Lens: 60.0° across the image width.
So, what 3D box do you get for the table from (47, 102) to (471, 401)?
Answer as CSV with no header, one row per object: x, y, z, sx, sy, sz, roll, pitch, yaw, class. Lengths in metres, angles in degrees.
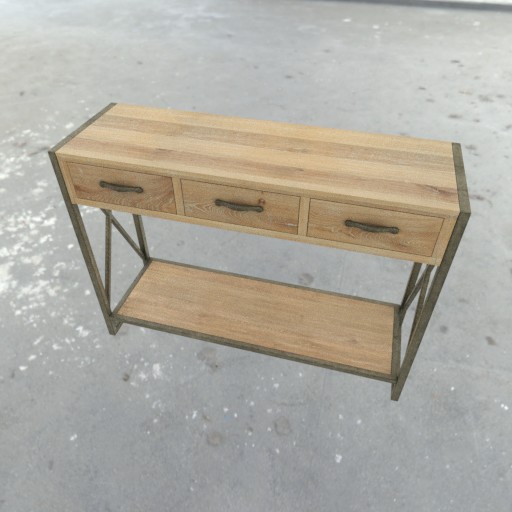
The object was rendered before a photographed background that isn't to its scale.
0.000,0.000,1.436,1.059,0.763,0.361,10,42,12,table
